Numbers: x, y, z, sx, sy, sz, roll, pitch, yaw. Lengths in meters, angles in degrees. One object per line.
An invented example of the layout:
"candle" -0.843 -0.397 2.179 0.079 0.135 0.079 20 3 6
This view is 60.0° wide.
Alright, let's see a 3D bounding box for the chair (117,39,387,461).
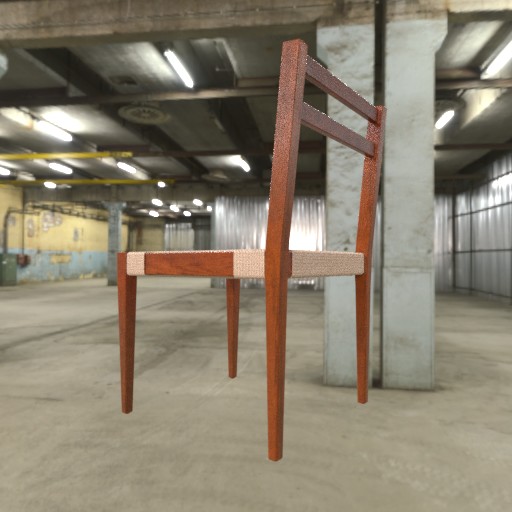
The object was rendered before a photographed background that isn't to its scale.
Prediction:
"chair" 0.000 0.000 1.228 0.569 0.851 0.495 -1 -1 36
